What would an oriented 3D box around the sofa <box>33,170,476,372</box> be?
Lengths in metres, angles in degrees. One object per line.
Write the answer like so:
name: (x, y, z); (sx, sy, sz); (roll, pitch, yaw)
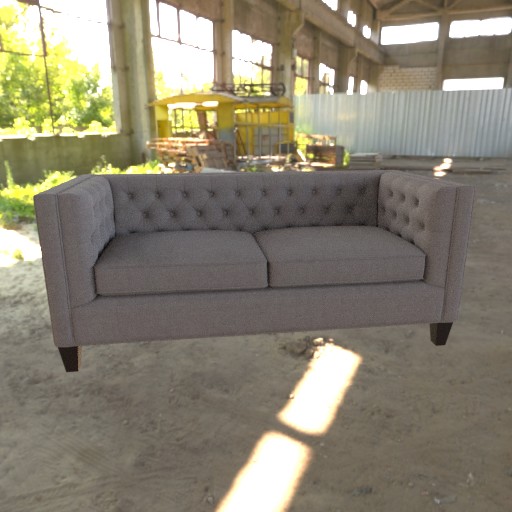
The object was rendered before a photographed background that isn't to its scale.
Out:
sofa: (0.000, 0.000, 2.218); (1.778, 0.762, 0.775); (-2, 16, -8)
